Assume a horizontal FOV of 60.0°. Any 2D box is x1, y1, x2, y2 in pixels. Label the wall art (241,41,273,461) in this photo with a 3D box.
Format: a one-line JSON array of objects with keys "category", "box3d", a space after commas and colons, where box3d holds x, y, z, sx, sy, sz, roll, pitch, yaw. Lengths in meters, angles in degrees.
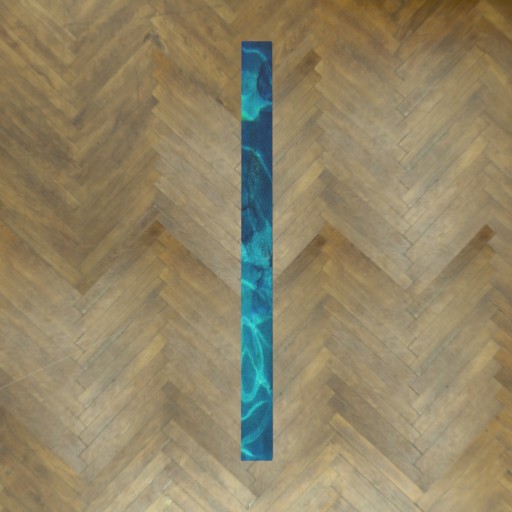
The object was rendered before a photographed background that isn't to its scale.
[{"category": "wall art", "box3d": [0.000, 0.000, 0.853, 0.038, 0.635, 0.508, 0, 88, 0]}]
